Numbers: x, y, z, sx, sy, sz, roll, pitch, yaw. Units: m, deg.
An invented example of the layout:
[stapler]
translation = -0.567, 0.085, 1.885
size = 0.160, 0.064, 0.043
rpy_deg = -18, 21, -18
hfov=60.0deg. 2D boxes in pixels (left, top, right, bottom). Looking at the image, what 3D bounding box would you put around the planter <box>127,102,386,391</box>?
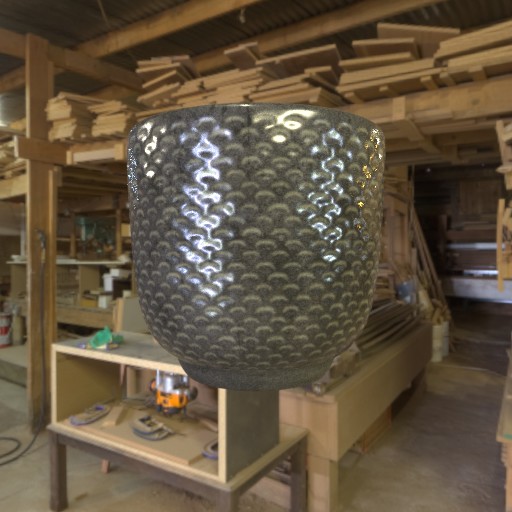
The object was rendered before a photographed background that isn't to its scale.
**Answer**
[planter]
translation = 0.000, 0.000, 0.250
size = 0.140, 0.129, 0.140
rpy_deg = 0, 1, 0
